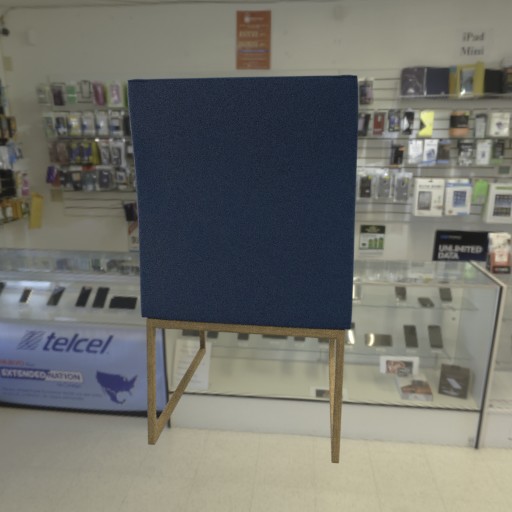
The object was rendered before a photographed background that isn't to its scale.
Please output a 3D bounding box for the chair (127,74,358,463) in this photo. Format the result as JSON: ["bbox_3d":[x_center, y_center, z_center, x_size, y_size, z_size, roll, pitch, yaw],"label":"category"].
[{"bbox_3d":[0.000,0.000,1.222,0.508,0.863,0.522,2,15,8],"label":"chair"}]
